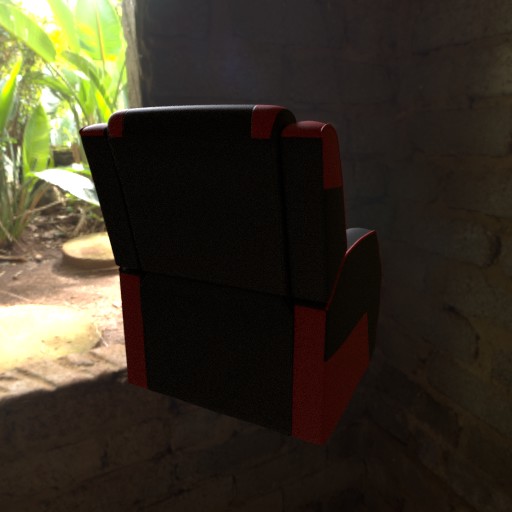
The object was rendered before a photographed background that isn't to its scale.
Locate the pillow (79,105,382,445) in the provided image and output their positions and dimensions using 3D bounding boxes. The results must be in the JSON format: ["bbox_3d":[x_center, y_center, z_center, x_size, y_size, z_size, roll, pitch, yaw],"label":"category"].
[{"bbox_3d":[0.000,0.000,1.294,0.620,0.805,0.672,8,18,26],"label":"pillow"}]
